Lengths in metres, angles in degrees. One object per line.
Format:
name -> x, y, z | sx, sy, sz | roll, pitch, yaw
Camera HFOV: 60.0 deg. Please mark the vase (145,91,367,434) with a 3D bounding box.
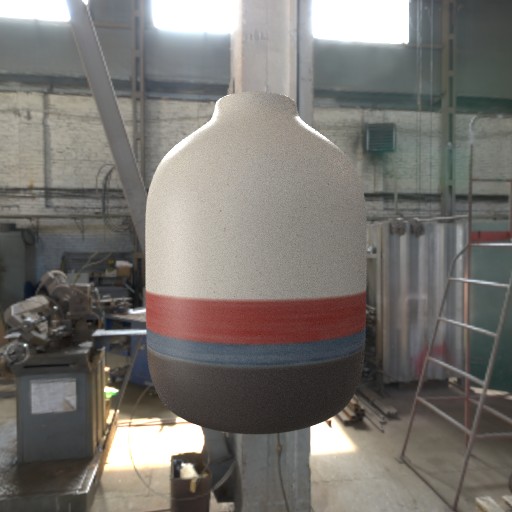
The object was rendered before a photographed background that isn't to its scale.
vase -> 0.000, 0.000, 0.350 | 0.169, 0.237, 0.169 | 0, 1, 0
